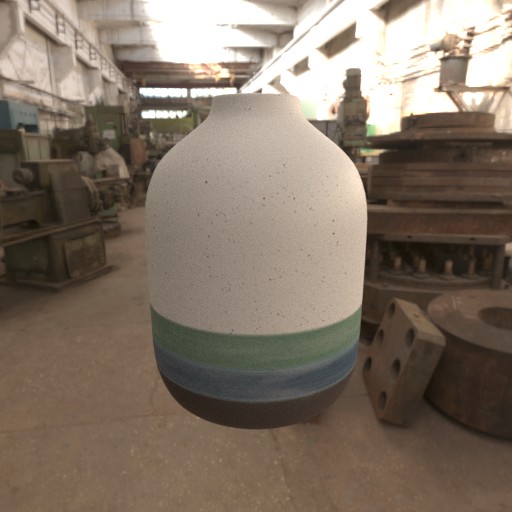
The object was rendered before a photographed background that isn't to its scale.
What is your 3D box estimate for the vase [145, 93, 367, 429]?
[{"bbox_3d":[0.000,0.000,0.354,0.169,0.240,0.169,0,15,0],"label":"vase"}]
